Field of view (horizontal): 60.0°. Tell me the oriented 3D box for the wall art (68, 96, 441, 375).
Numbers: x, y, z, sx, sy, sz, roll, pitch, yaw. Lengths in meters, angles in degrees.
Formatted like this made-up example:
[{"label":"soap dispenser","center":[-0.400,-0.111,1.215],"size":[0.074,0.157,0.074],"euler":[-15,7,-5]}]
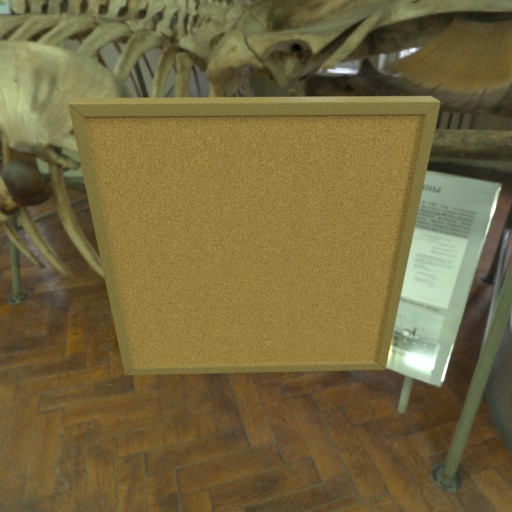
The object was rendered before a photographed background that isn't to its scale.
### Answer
[{"label":"wall art","center":[0.000,0.000,0.750],"size":[0.509,0.509,0.036],"euler":[-1,31,-1]}]
